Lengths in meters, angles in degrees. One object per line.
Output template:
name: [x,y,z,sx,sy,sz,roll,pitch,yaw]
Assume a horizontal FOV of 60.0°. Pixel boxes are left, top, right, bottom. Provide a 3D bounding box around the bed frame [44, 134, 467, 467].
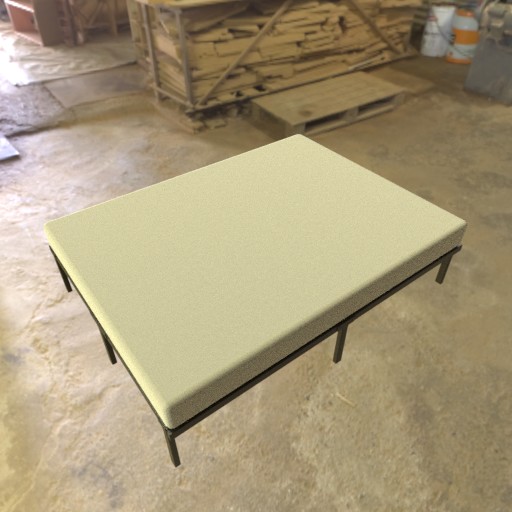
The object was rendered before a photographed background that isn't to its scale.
bed frame: [0.000,0.000,3.588,2.635,0.680,1.990,-26,47,-27]
